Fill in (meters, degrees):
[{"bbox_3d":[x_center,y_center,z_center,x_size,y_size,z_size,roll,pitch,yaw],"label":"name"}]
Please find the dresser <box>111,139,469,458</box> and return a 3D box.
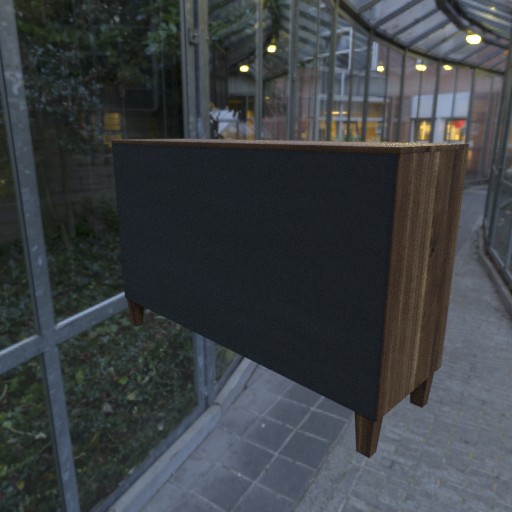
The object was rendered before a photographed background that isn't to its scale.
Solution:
[{"bbox_3d":[0.000,0.000,1.780,1.387,0.892,0.438,15,22,43],"label":"dresser"}]
